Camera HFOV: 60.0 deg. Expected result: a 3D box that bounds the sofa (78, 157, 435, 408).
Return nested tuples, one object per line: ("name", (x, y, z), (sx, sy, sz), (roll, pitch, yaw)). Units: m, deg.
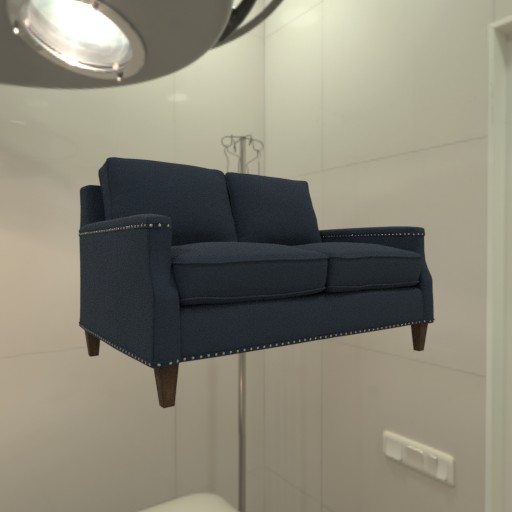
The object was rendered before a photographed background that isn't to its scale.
("sofa", (0.000, 0.000, 2.313), (1.597, 1.003, 1.084), (-1, 1, -36))
